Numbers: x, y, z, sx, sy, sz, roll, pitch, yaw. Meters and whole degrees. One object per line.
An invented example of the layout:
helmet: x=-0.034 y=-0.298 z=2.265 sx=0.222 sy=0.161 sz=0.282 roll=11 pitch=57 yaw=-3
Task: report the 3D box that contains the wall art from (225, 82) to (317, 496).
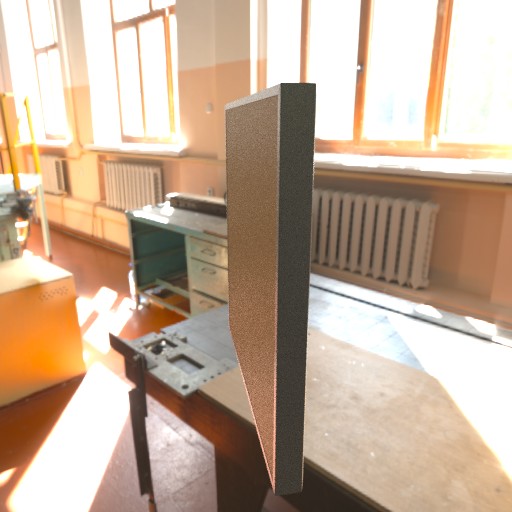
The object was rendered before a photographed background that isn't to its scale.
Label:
wall art: x=0.000 y=0.000 z=0.517 sx=0.028 sy=0.349 sz=0.349 roll=-3 pitch=17 yaw=-10
